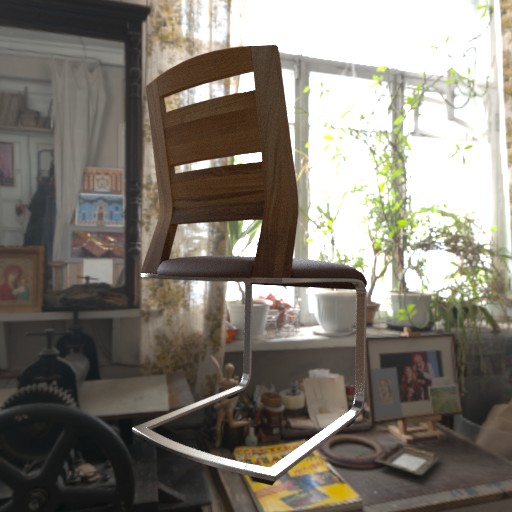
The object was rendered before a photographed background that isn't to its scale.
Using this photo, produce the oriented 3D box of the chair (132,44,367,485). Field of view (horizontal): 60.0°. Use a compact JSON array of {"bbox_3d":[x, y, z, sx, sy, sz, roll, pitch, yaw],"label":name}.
[{"bbox_3d":[0.000,0.000,1.270,0.460,0.970,0.570,0,0,35],"label":"chair"}]
